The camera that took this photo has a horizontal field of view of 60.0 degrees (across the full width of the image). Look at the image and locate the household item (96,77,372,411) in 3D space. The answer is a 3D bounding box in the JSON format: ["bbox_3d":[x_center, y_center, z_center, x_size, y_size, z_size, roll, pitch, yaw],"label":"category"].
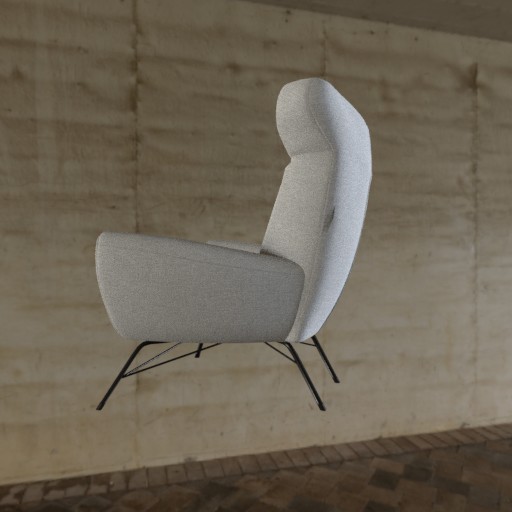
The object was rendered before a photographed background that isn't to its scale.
[{"bbox_3d":[0.000,0.000,1.777,0.900,1.050,0.980,0,0,17],"label":"household item"}]
